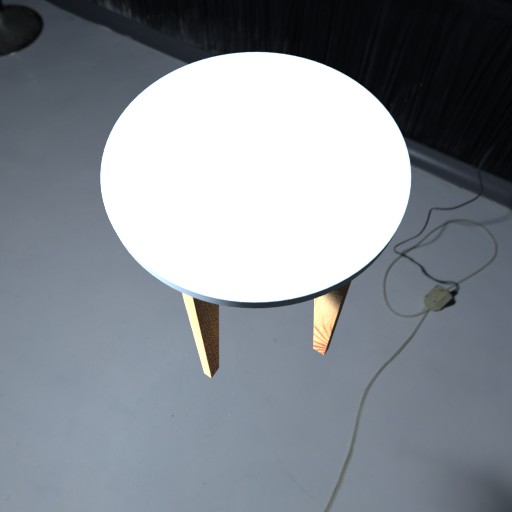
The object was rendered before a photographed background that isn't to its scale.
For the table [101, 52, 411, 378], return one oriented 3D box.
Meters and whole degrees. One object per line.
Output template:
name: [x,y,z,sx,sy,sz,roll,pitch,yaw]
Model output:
table: [0.000,0.000,0.728,0.350,0.500,0.350,0,63,0]
